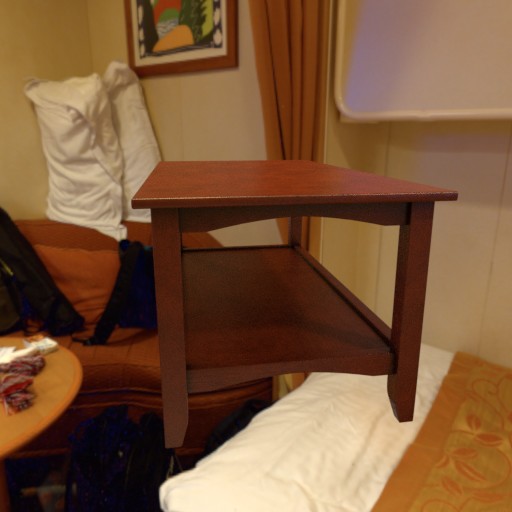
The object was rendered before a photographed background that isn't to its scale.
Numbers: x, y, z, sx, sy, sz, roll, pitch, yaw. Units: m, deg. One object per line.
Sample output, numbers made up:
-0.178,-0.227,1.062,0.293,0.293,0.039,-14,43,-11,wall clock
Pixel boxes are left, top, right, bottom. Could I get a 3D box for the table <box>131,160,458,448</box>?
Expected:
0.000,0.000,1.207,0.533,0.456,0.943,-3,16,-9,table
